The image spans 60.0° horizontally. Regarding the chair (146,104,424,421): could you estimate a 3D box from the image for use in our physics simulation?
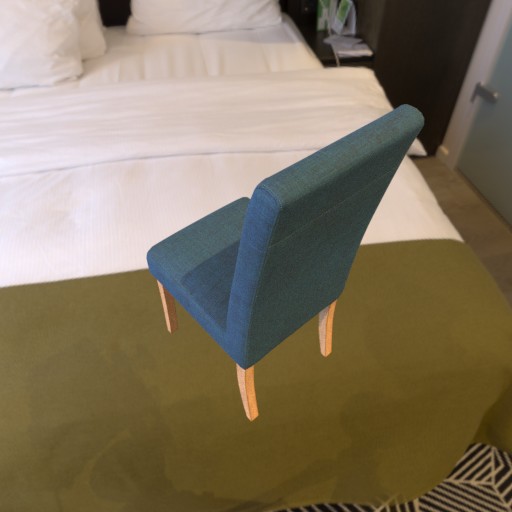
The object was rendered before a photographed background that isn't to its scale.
[{"bbox_3d":[0.000,0.000,1.345,0.450,1.029,0.610,-33,54,-28],"label":"chair"}]
